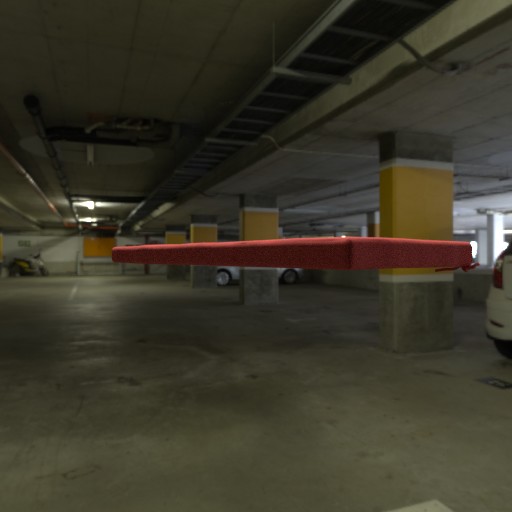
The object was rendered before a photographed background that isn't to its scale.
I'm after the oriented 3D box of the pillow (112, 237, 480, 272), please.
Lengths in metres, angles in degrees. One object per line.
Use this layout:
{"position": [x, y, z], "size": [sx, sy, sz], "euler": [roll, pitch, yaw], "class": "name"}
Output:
{"position": [0.000, 0.000, 1.364], "size": [0.492, 0.081, 1.187], "euler": [0, 0, -38], "class": "pillow"}
